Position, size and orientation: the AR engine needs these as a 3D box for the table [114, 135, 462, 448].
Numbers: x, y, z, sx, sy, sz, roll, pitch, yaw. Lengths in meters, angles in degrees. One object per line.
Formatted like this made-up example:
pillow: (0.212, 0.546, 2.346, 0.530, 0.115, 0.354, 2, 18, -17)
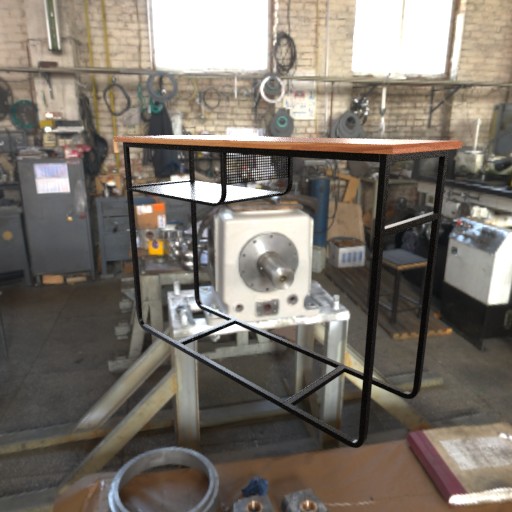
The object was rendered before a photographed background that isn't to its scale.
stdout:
table: (0.000, 0.000, 1.461, 1.100, 0.750, 0.350, 15, 22, 42)
